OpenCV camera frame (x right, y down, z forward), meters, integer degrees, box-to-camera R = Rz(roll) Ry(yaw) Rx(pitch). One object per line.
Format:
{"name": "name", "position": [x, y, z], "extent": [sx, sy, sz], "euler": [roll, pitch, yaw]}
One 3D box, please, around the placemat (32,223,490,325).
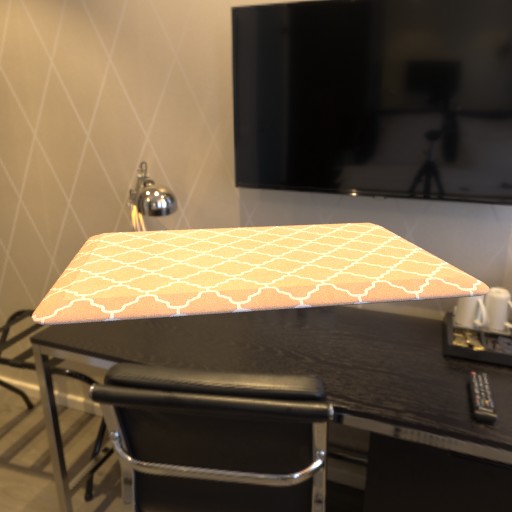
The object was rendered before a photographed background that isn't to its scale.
{"name": "placemat", "position": [0.000, 0.000, 0.936], "extent": [0.762, 0.021, 0.508], "euler": [-3, 18, -9]}
